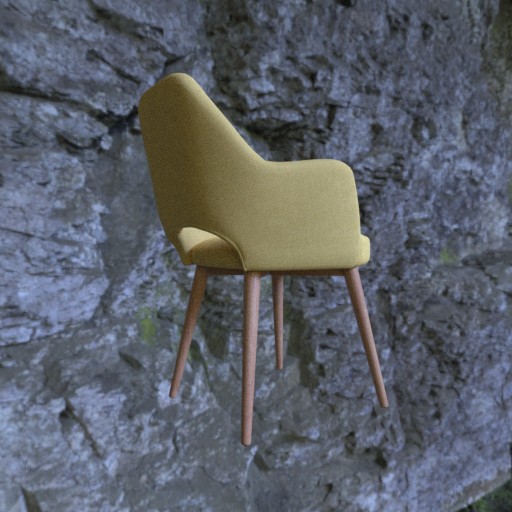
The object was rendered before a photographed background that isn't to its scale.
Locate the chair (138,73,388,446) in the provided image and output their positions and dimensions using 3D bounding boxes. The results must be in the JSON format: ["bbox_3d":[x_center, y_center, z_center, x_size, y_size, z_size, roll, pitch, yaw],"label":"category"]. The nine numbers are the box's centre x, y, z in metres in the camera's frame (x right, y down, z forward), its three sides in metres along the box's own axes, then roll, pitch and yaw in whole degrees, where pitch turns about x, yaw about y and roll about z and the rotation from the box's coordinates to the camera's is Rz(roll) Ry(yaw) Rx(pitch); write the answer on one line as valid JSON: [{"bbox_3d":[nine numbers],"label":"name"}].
[{"bbox_3d":[0.000,0.000,1.241,0.610,0.840,0.590,-1,2,-36],"label":"chair"}]
